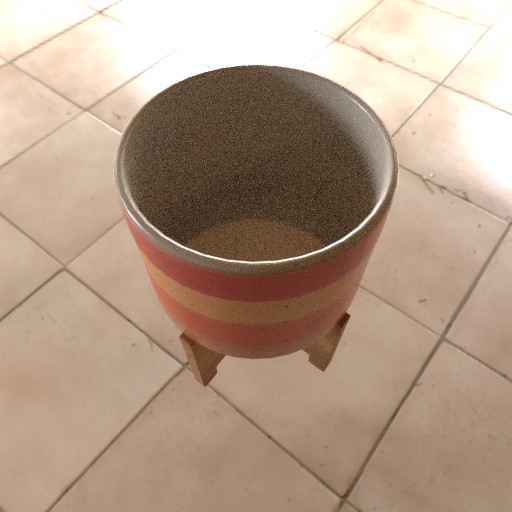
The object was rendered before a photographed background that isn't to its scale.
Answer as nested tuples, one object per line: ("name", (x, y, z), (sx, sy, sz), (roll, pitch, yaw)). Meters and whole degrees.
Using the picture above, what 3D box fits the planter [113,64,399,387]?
("planter", (0.000, 0.000, 0.409), (0.199, 0.268, 0.199), (0, 58, 0))
